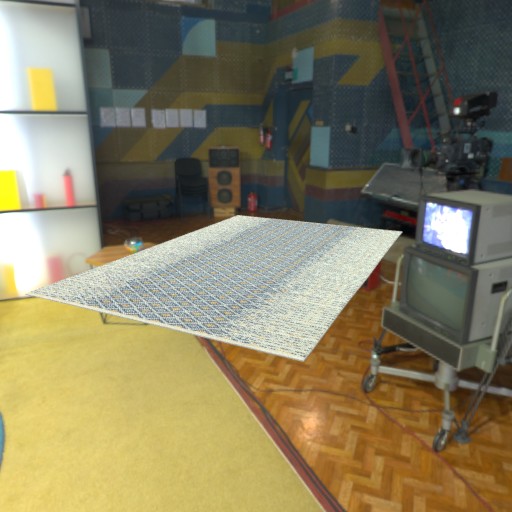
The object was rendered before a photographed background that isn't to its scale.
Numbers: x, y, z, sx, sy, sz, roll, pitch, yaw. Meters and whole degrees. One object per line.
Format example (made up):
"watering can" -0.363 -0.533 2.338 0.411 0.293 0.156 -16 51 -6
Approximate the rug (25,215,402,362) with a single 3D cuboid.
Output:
"rug" 0.000 0.000 2.351 1.219 0.005 1.828 8 18 25
